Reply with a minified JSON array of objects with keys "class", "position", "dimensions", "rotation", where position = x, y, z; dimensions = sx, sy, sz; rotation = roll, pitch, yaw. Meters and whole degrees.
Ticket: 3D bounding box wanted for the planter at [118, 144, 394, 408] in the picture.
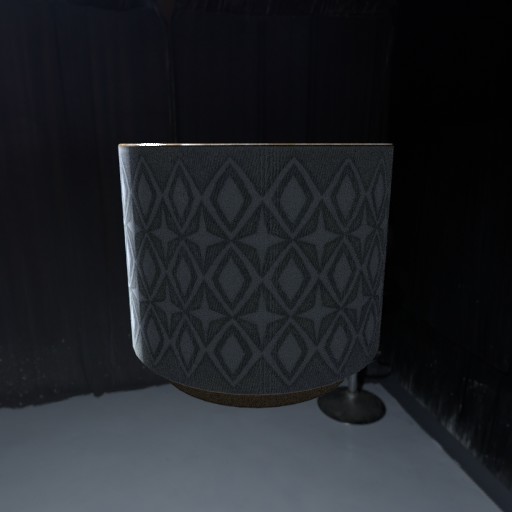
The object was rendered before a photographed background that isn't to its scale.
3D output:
[{"class":"planter","position":[0.000,0.000,0.455],"dimensions":[0.255,0.223,0.255],"rotation":[0,14,0]}]
